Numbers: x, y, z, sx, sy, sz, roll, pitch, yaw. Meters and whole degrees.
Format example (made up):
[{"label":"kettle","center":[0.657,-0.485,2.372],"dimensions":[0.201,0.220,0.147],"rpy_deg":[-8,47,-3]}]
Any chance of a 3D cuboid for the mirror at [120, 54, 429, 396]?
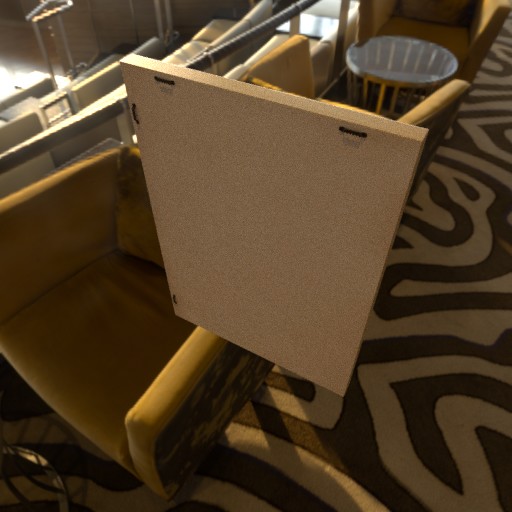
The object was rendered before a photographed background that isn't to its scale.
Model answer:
[{"label":"mirror","center":[0.000,0.000,0.921],"dimensions":[0.507,0.710,0.039],"rpy_deg":[22,50,20]}]
